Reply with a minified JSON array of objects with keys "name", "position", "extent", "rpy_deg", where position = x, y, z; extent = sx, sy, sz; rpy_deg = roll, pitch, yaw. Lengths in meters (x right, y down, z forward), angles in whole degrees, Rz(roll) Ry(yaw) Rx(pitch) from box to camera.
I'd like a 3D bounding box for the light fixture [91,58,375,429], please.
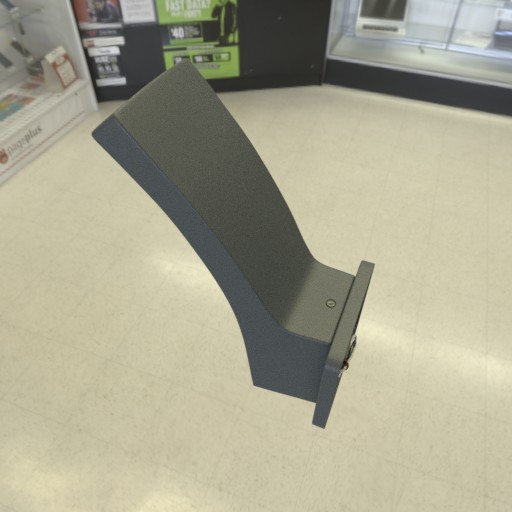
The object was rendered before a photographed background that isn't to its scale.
[{"name":"light fixture","position":[0.000,0.000,0.329],"extent":[0.174,0.243,0.108],"rpy_deg":[17,48,16]}]
